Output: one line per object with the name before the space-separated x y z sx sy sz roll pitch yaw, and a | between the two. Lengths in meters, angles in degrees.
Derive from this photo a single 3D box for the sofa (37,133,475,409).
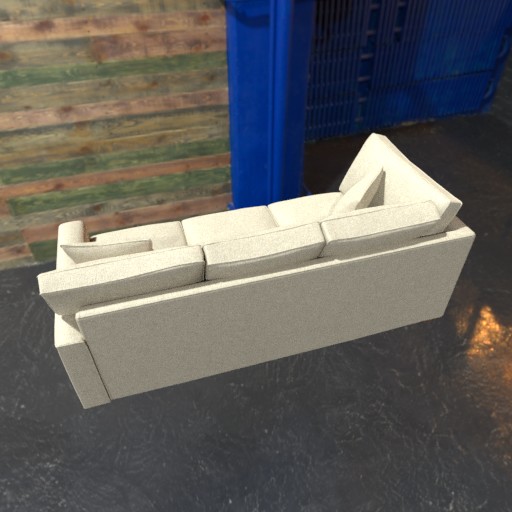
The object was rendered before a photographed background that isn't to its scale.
sofa | 0.000 0.000 2.815 2.323 0.948 1.053 -11 42 -13
